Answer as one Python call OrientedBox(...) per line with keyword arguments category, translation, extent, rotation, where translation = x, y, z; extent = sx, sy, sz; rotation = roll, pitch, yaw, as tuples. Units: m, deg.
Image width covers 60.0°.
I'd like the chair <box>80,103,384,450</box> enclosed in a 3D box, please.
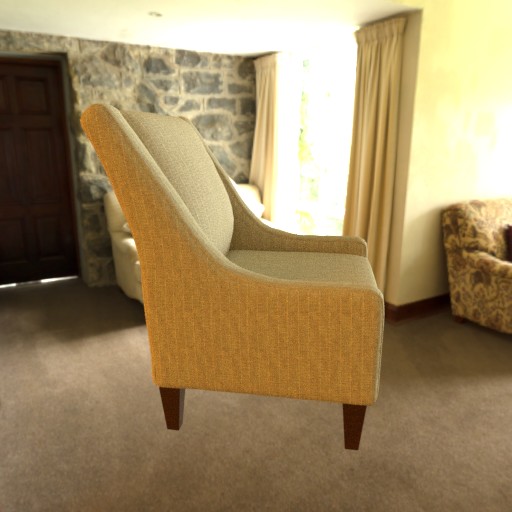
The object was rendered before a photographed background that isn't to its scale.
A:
OrientedBox(category="chair", translation=(0.000, 0.000, 1.618), extent=(0.870, 1.014, 0.774), rotation=(2, 15, 9))
